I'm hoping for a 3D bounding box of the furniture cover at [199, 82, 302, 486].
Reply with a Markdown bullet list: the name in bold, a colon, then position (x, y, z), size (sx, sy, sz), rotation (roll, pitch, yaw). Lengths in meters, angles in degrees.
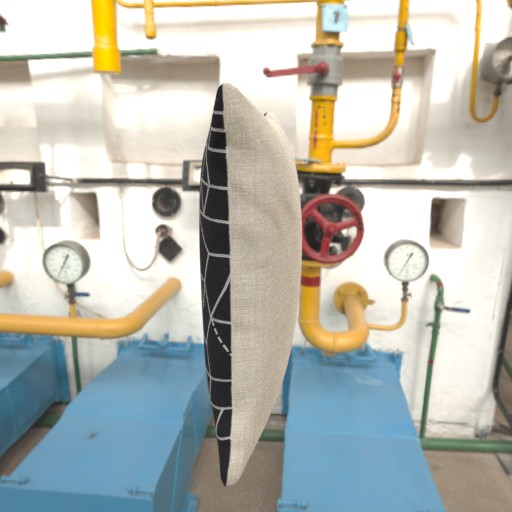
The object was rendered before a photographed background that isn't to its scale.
- **furniture cover**: position (0.000, 0.000, 0.770), size (0.158, 0.508, 0.517), rotation (2, 14, 7)
